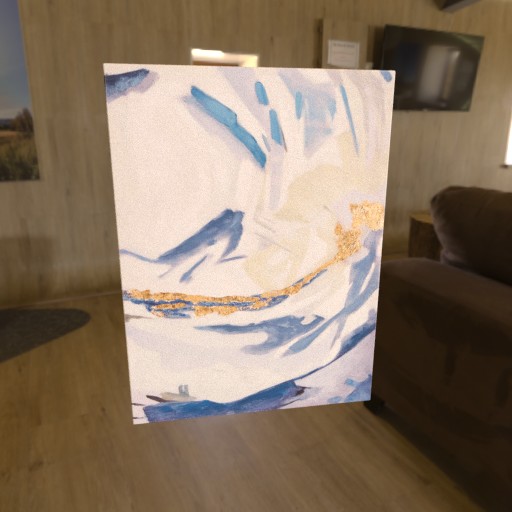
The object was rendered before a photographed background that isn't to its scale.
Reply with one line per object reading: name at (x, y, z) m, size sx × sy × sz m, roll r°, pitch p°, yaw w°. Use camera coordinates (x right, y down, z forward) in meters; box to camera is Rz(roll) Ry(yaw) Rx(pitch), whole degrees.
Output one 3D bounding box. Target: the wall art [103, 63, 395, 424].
wall art at (0.000, 0.000, 1.288) m, size 0.761 × 1.015 × 0.038 m, roll -3°, pitch 15°, yaw -9°
